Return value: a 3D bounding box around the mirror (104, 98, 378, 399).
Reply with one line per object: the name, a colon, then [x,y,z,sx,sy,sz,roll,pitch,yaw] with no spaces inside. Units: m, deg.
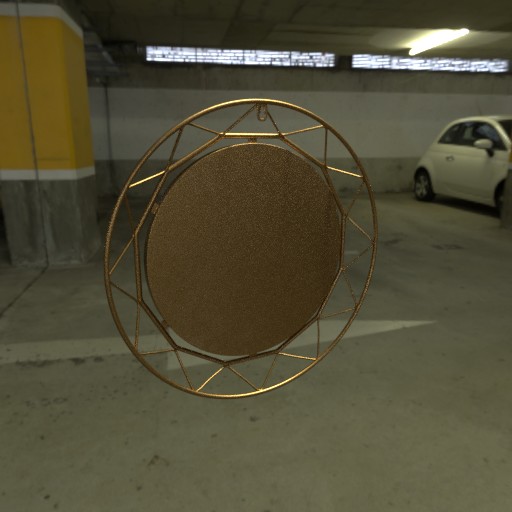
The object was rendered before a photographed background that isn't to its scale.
mirror: [0.000,0.000,0.680,0.454,0.454,0.043,-7,16,-27]
